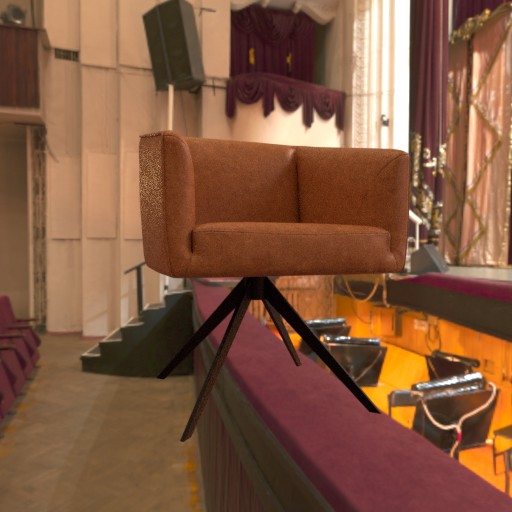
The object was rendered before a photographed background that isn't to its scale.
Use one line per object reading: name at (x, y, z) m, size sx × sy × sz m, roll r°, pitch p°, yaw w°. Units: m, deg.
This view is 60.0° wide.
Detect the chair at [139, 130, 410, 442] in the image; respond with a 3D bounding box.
chair at (0.000, 0.000, 1.215) m, size 0.588 × 0.760 × 0.625 m, roll 0°, pitch 1°, yaw -19°
